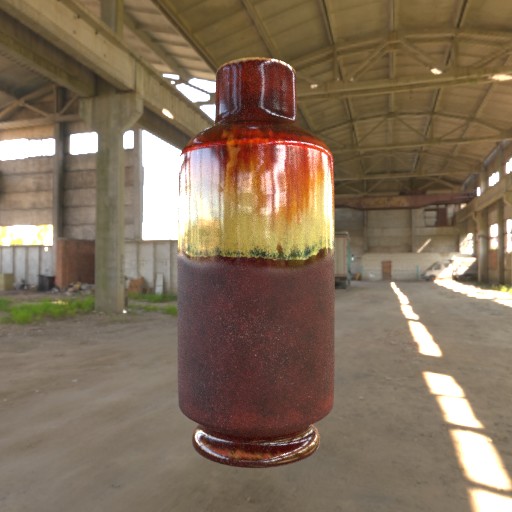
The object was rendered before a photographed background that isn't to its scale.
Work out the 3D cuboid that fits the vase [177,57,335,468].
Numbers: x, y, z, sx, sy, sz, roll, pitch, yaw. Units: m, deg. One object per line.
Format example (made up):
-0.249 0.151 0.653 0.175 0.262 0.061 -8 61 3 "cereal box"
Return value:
0.000 0.000 0.317 0.111 0.261 0.111 0 -1 0 "vase"
